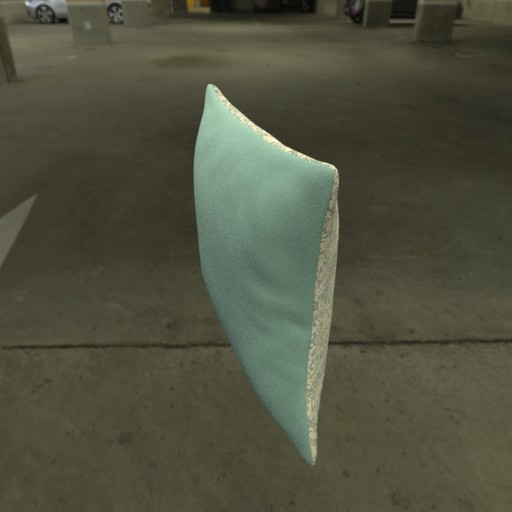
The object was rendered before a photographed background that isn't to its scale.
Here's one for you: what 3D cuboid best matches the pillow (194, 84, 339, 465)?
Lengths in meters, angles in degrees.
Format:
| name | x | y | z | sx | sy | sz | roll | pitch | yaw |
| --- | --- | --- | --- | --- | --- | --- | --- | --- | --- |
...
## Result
| name | x | y | z | sx | sy | sz | roll | pitch | yaw |
| --- | --- | --- | --- | --- | --- | --- | --- | --- | --- |
| pillow | 0.000 | 0.000 | 0.803 | 0.166 | 0.507 | 0.526 | -10 | 32 | -17 |
